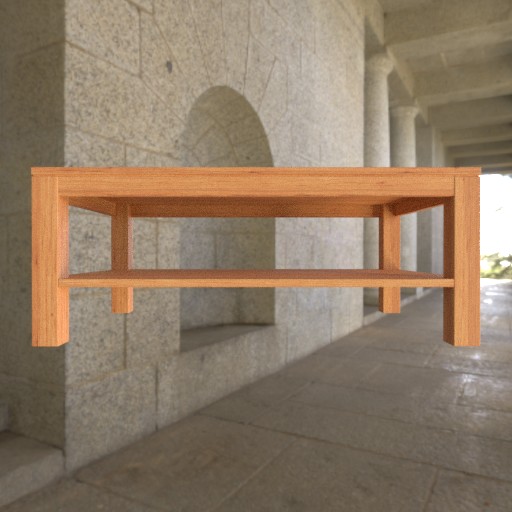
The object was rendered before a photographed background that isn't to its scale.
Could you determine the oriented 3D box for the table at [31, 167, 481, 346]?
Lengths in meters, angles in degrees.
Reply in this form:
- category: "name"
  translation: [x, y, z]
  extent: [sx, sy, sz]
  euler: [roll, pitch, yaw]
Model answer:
- category: "table"
  translation: [0.000, 0.000, 1.476]
  extent: [1.146, 0.457, 0.695]
  euler: [0, 0, 0]
